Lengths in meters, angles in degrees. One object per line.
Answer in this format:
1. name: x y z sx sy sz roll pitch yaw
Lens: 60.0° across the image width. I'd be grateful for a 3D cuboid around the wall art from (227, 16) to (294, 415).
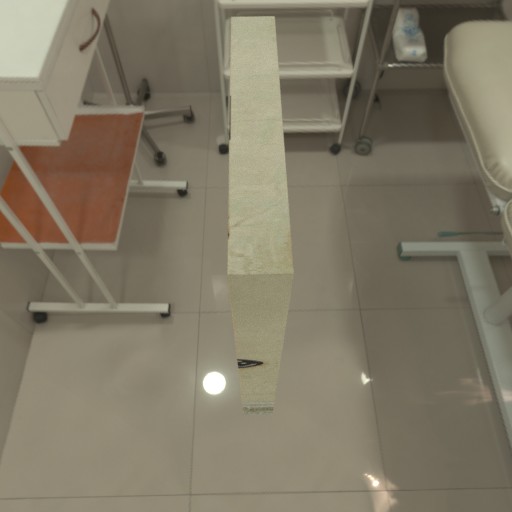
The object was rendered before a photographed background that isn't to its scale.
1. wall art: 0.000 0.000 0.481 0.038 0.381 0.254 -1 59 -1
